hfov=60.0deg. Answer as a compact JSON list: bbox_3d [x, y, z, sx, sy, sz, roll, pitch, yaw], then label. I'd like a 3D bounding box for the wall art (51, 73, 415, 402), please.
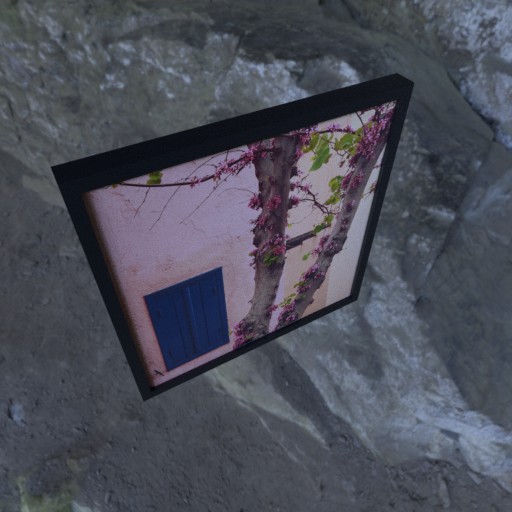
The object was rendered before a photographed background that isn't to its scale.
[{"bbox_3d":[0.000,0.000,0.755,0.508,0.508,0.038,-22,50,-20],"label":"wall art"}]
